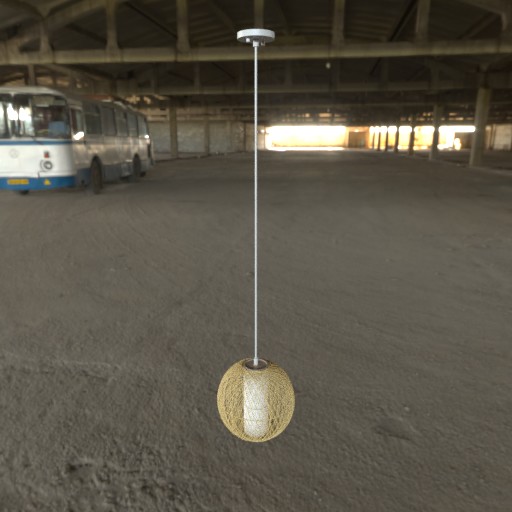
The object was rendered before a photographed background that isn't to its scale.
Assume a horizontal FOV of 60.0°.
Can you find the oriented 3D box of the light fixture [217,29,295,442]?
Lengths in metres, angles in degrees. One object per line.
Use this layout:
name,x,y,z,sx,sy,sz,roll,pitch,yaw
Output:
light fixture,0.000,0.000,2.132,0.406,1.955,0.407,2,15,9
